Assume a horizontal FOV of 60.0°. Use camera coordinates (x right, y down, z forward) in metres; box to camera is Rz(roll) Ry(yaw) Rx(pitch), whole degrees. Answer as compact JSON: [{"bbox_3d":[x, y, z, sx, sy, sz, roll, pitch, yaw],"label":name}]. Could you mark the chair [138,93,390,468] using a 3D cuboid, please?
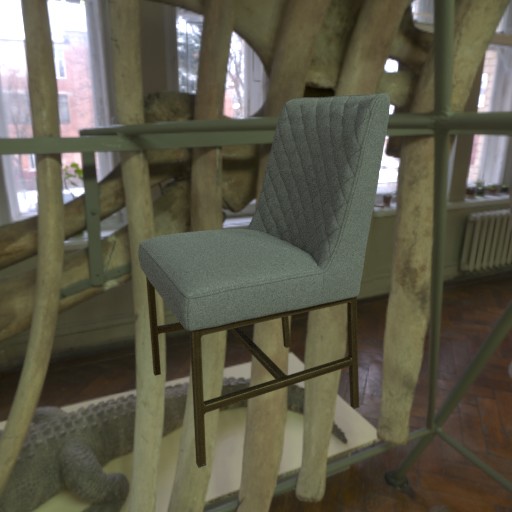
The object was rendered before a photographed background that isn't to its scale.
[{"bbox_3d":[0.000,0.000,1.281,0.587,0.889,0.508,-8,19,-24],"label":"chair"}]
